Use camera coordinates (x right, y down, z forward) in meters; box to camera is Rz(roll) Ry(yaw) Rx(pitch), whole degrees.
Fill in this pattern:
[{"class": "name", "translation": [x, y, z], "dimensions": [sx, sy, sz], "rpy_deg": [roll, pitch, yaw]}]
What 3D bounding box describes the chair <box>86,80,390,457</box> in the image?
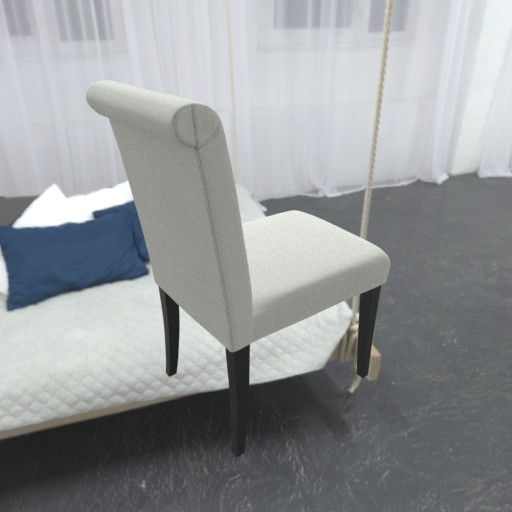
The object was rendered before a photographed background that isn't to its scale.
[{"class": "chair", "translation": [0.000, 0.000, 1.311], "dimensions": [0.708, 0.976, 0.452], "rpy_deg": [-19, 33, -33]}]
